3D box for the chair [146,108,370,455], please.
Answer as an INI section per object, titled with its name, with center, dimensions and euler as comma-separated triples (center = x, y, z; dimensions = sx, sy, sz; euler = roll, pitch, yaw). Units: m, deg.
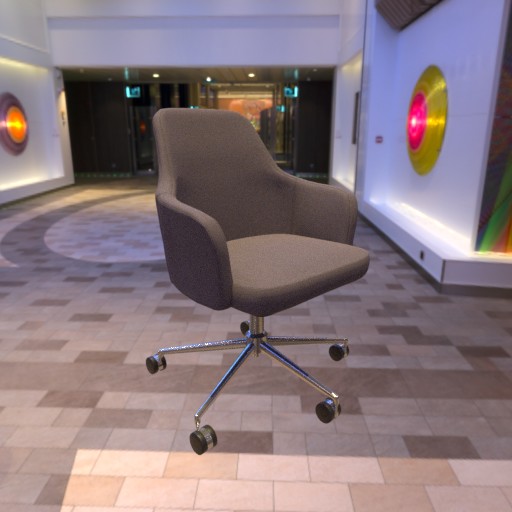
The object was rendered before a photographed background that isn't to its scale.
[chair]
center = 0.000, 0.000, 1.272
dimensions = 0.655, 0.820, 0.600
euler = -15, 22, -42
